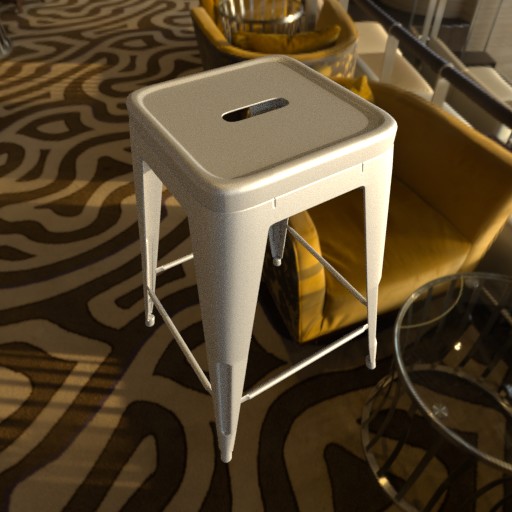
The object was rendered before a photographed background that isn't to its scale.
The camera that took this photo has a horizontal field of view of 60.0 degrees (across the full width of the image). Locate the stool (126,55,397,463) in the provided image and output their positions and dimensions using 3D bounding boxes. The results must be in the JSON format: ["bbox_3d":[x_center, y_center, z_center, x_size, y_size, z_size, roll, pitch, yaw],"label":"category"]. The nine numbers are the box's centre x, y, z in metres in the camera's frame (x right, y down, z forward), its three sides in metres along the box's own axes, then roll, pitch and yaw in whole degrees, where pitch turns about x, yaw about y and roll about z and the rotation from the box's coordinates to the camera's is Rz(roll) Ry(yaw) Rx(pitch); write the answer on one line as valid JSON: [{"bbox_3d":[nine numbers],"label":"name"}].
[{"bbox_3d":[0.000,0.000,0.850,0.406,0.610,0.406,-24,50,-22],"label":"stool"}]
